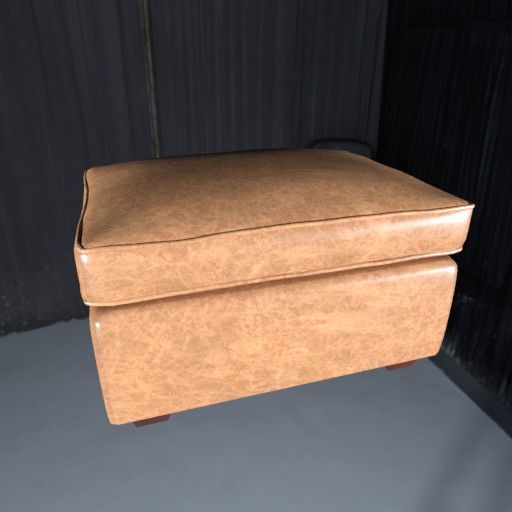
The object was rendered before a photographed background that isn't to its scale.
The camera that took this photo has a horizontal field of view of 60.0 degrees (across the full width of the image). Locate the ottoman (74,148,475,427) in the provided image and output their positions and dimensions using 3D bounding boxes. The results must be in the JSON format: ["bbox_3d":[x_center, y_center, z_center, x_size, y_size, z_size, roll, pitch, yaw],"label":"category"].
[{"bbox_3d":[0.000,0.000,1.072,0.756,0.468,0.554,-8,26,-16],"label":"ottoman"}]
